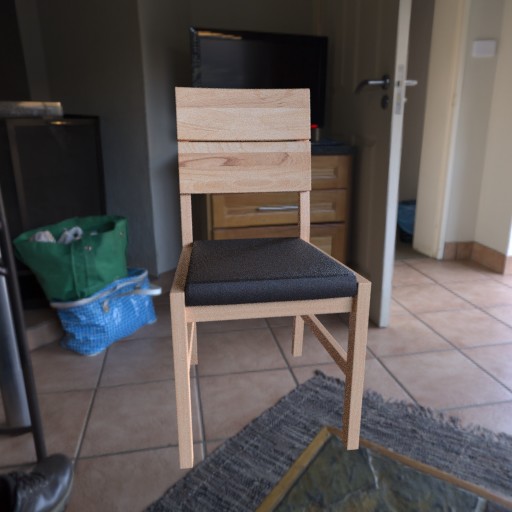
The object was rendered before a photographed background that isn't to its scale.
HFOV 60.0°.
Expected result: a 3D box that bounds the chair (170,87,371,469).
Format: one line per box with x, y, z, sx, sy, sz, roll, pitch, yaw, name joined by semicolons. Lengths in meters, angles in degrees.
0.000;0.000;1.283;0.475;0.950;0.560;-3;17;-8;chair
